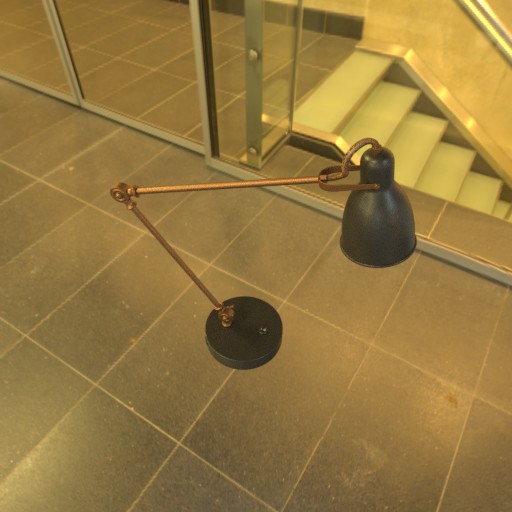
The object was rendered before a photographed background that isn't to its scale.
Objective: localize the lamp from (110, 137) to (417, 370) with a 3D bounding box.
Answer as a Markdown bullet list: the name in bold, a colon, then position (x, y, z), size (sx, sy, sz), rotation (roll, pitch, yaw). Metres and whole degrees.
- **lamp**: position (0.000, 0.000, 0.870), size (0.561, 0.587, 0.187), rotation (10, 47, 9)
